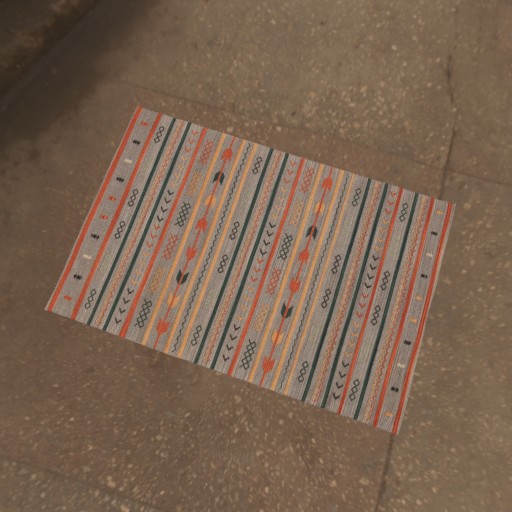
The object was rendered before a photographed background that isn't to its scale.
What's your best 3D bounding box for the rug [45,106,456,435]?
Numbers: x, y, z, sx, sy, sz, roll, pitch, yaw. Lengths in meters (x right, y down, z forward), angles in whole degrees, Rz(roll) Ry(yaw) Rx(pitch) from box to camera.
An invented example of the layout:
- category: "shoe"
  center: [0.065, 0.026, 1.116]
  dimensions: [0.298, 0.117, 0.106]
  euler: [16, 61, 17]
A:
- category: "rug"
  center: [0.000, 0.000, 2.295]
  dimensions: [1.835, 0.017, 1.220]
  euler: [18, 77, 4]
